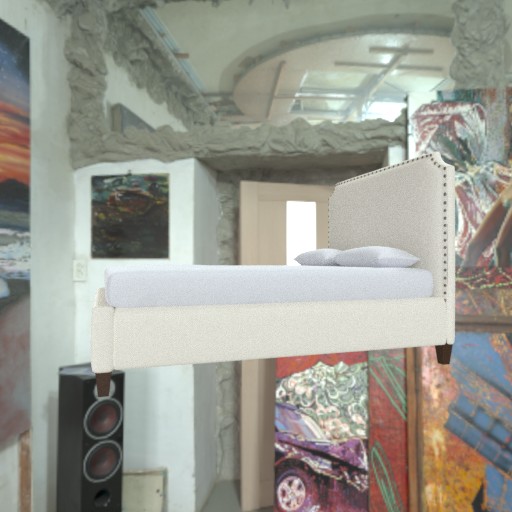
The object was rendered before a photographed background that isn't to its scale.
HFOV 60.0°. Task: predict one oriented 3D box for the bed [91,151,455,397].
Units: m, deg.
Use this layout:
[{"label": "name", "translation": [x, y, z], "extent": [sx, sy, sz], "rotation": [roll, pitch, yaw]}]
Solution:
[{"label": "bed", "translation": [0.000, 0.000, 3.458], "extent": [2.372, 1.497, 1.712], "rotation": [0, -1, -19]}]
